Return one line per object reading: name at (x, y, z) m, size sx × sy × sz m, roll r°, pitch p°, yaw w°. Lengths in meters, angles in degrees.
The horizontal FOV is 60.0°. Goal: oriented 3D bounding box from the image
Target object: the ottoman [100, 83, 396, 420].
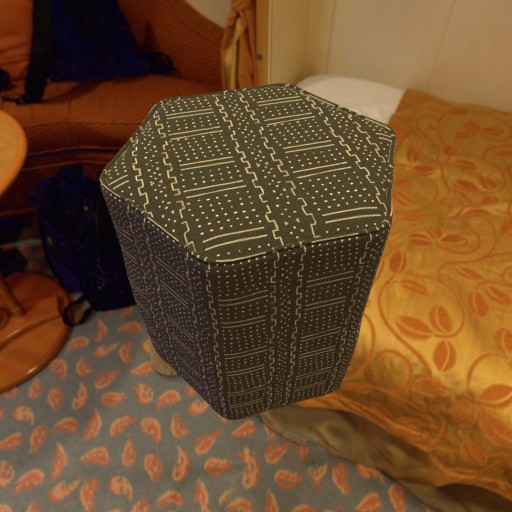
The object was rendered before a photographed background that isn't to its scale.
ottoman at (0.000, 0.000, 0.879) m, size 0.494 × 0.502 × 0.443 m, roll -12°, pitch 48°, yaw -11°
